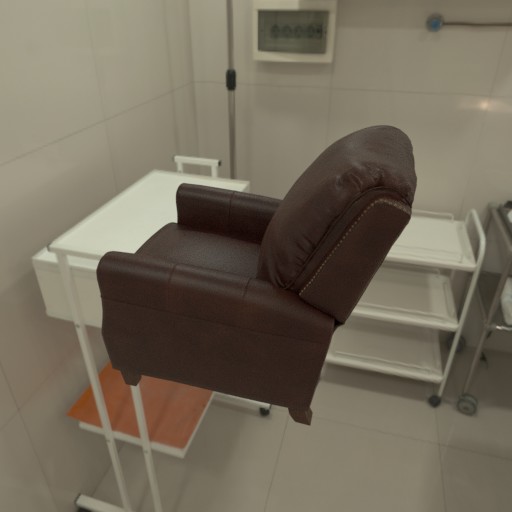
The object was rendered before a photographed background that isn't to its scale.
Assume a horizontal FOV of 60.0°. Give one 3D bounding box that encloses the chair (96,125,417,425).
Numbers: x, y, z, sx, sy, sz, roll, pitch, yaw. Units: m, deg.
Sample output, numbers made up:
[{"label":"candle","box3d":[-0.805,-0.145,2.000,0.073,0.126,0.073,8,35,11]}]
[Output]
[{"label":"chair","box3d":[0.000,0.000,1.808,1.089,1.022,0.826,8,31,13]}]
